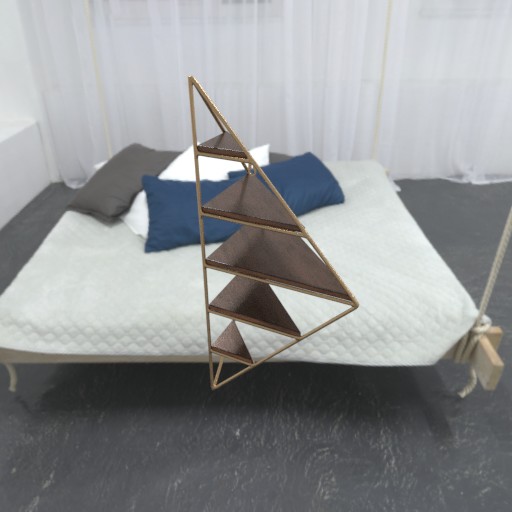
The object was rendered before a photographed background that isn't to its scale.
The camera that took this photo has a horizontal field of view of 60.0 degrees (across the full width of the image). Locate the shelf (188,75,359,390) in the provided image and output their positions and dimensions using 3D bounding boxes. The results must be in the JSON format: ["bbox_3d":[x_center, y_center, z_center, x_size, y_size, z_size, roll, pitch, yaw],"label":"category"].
[{"bbox_3d":[0.000,0.000,1.177,0.294,0.913,0.564,-10,33,-17],"label":"shelf"}]
